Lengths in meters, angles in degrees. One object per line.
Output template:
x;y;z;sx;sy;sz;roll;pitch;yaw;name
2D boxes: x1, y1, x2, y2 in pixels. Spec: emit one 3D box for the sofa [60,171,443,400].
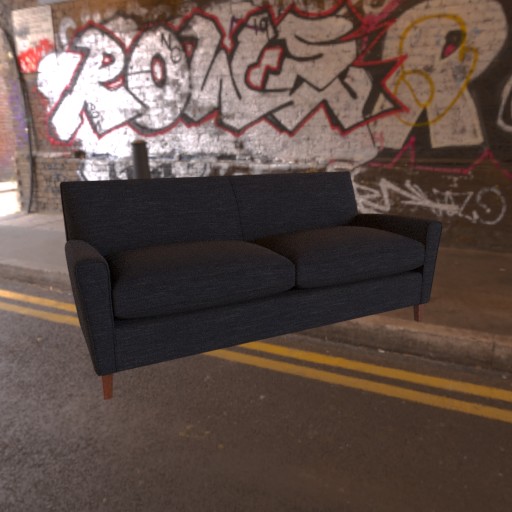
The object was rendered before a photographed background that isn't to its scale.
0.000;0.000;2.505;1.976;0.846;0.875;-7;16;-26;sofa
